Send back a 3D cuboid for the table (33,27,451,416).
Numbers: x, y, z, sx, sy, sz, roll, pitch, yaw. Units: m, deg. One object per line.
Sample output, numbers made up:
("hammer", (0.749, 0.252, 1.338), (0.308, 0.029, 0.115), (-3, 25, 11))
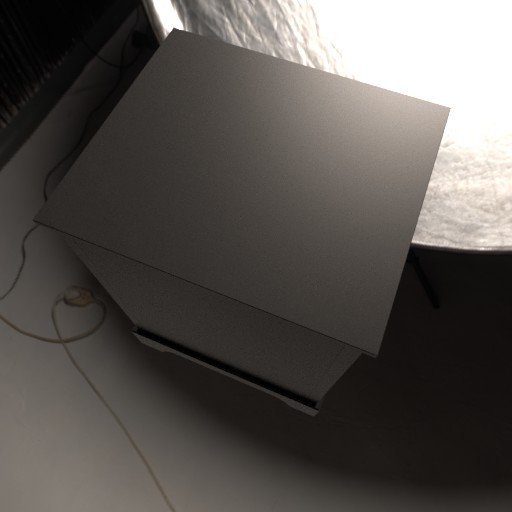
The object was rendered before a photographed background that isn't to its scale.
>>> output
("table", (0.000, 0.000, 0.886), (0.460, 0.610, 0.399), (20, 66, 10))
